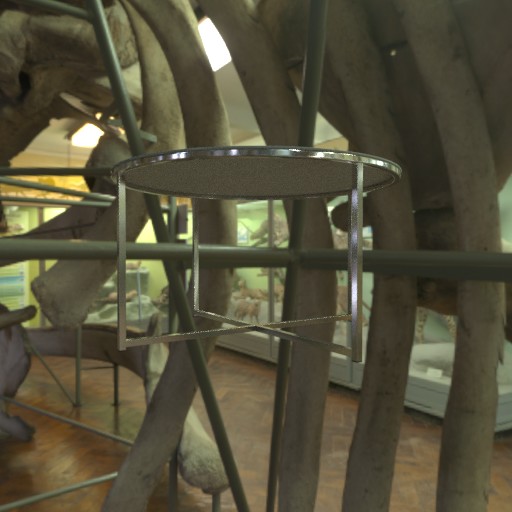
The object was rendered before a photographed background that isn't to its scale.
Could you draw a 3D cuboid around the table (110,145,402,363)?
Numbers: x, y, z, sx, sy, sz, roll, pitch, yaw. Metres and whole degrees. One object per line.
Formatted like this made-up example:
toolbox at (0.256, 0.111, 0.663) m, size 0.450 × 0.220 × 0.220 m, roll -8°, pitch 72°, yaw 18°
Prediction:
table at (0.000, 0.000, 1.283) m, size 0.800 × 0.450 × 0.800 m, roll 0°, pitch 1°, yaw 0°
